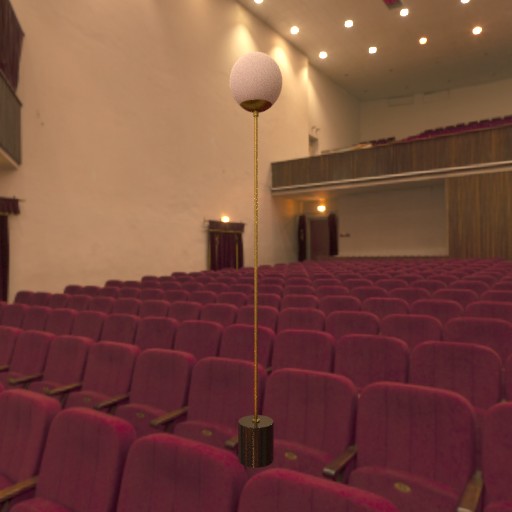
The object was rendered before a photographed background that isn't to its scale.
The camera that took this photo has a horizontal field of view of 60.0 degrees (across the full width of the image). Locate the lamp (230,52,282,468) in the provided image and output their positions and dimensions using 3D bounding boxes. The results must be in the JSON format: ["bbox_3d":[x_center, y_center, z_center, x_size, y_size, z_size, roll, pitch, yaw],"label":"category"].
[{"bbox_3d":[0.000,0.000,1.912,0.229,1.748,0.229,0,-1,35],"label":"lamp"}]
